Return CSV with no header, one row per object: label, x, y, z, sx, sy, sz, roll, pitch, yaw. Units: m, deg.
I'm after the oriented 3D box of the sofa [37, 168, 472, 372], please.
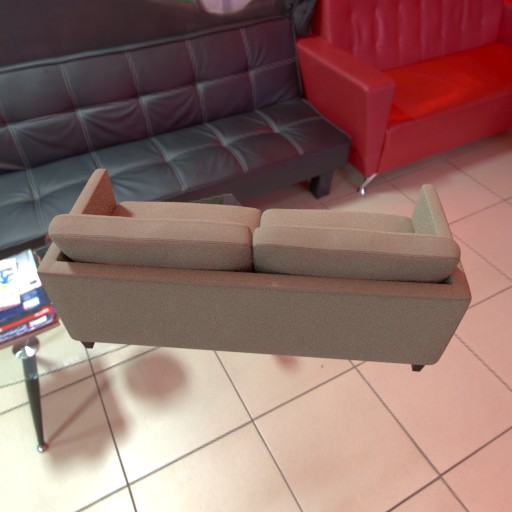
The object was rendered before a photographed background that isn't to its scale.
sofa,0.000,0.000,2.670,2.181,0.932,0.948,3,46,3
